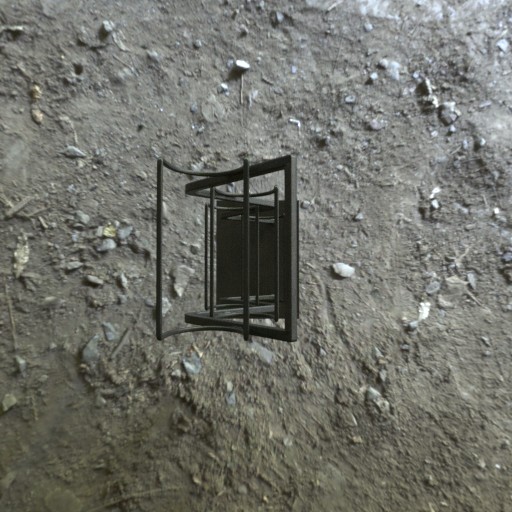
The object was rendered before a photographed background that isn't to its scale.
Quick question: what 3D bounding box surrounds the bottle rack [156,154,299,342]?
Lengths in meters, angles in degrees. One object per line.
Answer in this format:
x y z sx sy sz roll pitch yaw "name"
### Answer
0.000 0.000 0.684 0.178 0.559 0.254 0 88 1 "bottle rack"
